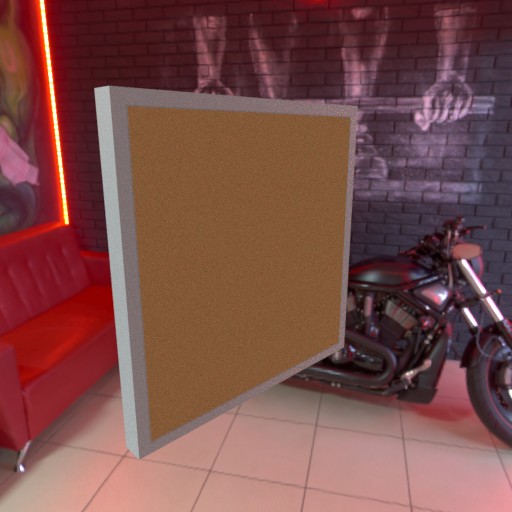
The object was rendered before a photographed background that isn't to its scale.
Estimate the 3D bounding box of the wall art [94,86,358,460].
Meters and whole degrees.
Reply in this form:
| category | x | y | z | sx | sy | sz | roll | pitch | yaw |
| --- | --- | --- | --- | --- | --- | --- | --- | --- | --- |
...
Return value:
| category | x | y | z | sx | sy | sz | roll | pitch | yaw |
| --- | --- | --- | --- | --- | --- | --- | --- | --- | --- |
| wall art | 0.000 | 0.000 | 0.756 | 0.506 | 0.506 | 0.038 | -14 | 21 | -42 |
